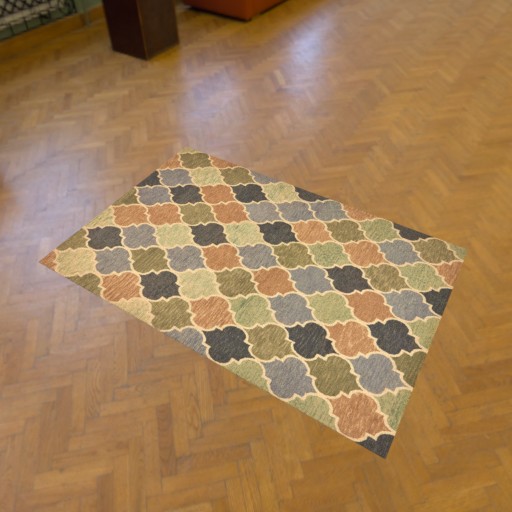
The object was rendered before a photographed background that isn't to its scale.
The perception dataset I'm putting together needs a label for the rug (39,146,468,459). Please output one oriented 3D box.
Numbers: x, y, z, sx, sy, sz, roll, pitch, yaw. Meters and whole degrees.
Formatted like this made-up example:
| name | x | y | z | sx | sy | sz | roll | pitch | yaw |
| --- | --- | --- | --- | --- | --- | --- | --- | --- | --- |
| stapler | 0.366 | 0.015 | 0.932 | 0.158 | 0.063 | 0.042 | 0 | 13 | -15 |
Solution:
| name | x | y | z | sx | sy | sz | roll | pitch | yaw |
| --- | --- | --- | --- | --- | --- | --- | --- | --- | --- |
| rug | 0.000 | 0.000 | 2.265 | 1.828 | 0.006 | 1.216 | 24 | 51 | 21 |
